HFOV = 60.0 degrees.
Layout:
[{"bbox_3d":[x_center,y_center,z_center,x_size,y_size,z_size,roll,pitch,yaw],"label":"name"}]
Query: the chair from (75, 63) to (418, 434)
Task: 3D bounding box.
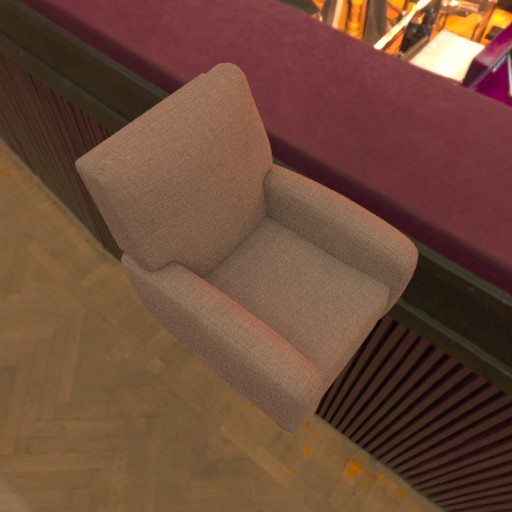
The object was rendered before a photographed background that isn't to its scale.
[{"bbox_3d":[0.000,0.000,1.665,0.990,0.990,0.762,35,64,20],"label":"chair"}]
